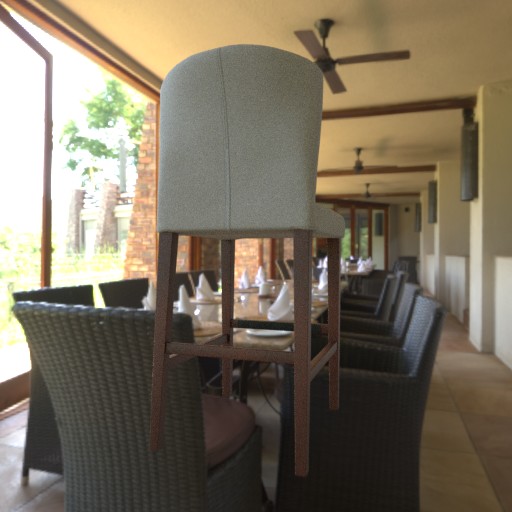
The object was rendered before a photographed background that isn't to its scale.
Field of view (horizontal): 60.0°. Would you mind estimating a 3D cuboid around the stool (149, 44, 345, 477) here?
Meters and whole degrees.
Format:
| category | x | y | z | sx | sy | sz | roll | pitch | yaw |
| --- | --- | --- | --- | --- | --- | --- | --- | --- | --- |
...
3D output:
| category | x | y | z | sx | sy | sz | roll | pitch | yaw |
| --- | --- | --- | --- | --- | --- | --- | --- | --- | --- |
| stool | 0.000 | 0.000 | 1.385 | 0.479 | 1.069 | 0.568 | 0 | 0 | 20 |
